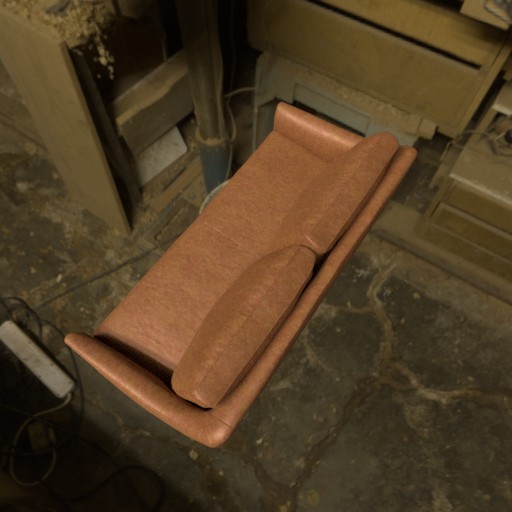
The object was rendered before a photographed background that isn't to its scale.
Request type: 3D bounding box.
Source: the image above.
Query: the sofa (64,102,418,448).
[{"bbox_3d":[0.000,0.000,2.594,0.981,0.945,2.036,31,67,15],"label":"sofa"}]
